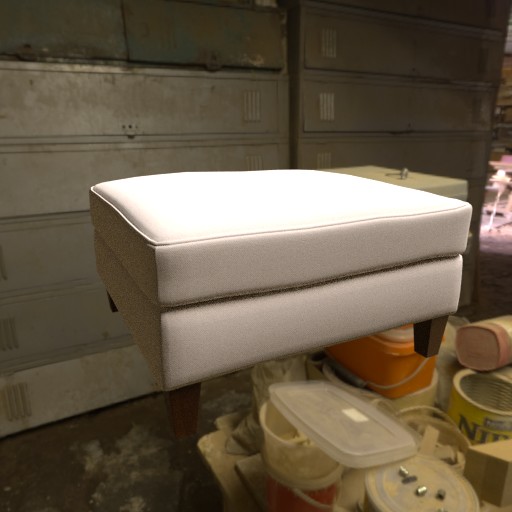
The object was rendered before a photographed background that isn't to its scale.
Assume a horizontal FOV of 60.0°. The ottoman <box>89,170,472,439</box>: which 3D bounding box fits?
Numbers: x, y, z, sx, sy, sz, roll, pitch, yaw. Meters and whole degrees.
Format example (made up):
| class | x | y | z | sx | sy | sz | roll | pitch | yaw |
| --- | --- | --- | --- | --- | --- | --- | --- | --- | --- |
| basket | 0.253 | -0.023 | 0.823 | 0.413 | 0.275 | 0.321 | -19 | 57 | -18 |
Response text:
| class | x | y | z | sx | sy | sz | roll | pitch | yaw |
| --- | --- | --- | --- | --- | --- | --- | --- | --- | --- |
| ottoman | 0.000 | 0.000 | 1.339 | 0.838 | 0.479 | 0.838 | -8 | 19 | -26 |
